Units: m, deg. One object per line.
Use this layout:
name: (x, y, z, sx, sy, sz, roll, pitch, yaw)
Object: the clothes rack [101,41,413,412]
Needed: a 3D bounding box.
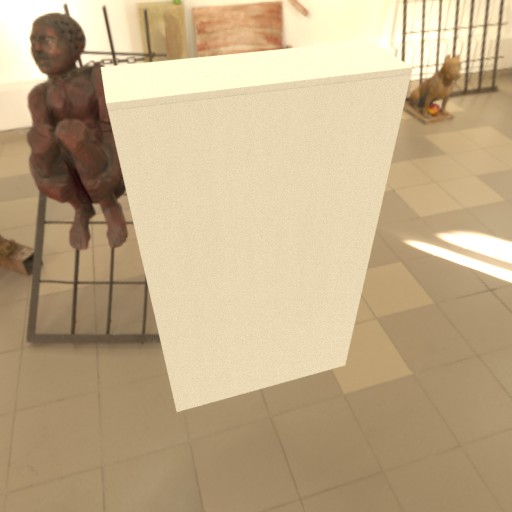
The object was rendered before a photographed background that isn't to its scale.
clothes rack: (0.000, 0.000, 1.545, 0.750, 1.280, 0.250, -12, 43, -13)
